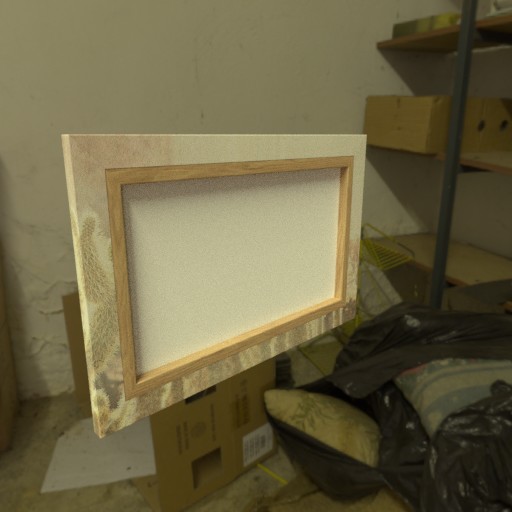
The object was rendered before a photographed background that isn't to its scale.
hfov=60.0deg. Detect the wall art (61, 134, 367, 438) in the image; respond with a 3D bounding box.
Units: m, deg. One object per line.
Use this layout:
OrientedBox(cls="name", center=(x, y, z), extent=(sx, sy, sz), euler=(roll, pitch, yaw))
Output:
OrientedBox(cls="wall art", center=(0.000, 0.000, 1.437), extent=(1.142, 0.758, 0.041), euler=(-14, 21, -42))
